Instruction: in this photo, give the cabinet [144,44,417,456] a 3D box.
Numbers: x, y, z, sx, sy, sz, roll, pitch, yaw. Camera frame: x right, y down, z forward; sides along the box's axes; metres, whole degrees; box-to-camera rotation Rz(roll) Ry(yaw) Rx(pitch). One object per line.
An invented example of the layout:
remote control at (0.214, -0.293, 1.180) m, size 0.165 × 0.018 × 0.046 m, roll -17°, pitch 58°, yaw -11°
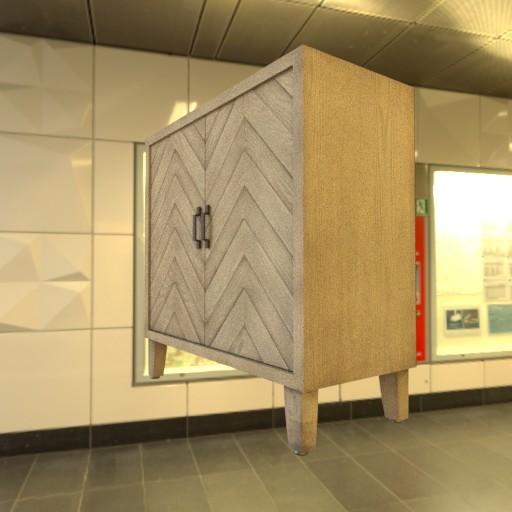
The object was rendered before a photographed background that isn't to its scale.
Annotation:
cabinet at (0.000, 0.000, 1.251) m, size 0.370 × 0.787 × 0.781 m, roll 1°, pitch -1°, yaw -36°
